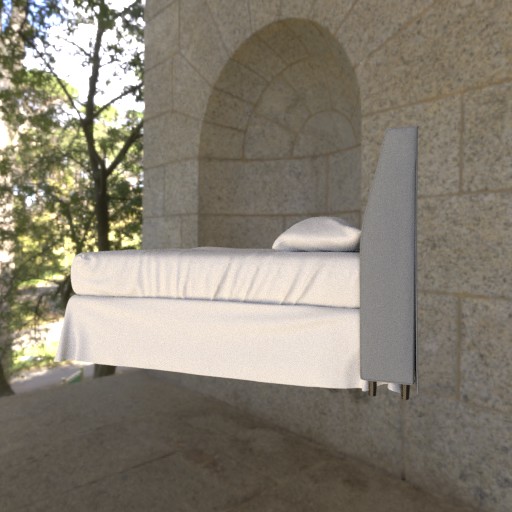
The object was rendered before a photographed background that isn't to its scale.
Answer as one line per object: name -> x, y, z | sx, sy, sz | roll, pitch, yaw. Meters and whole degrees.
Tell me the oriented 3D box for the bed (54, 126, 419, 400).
bed -> 0.000, 0.000, 3.337 | 2.276, 1.332, 1.925 | 1, 2, 19
